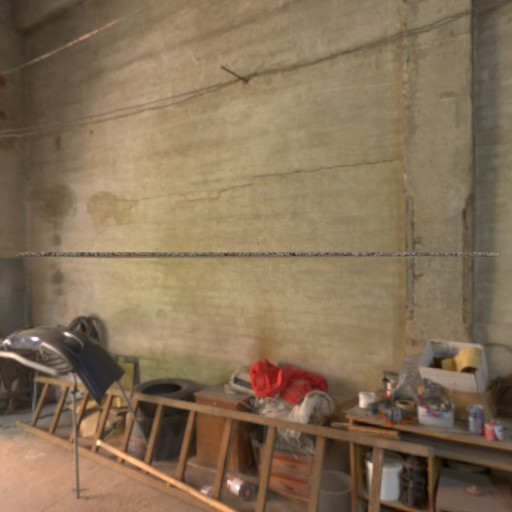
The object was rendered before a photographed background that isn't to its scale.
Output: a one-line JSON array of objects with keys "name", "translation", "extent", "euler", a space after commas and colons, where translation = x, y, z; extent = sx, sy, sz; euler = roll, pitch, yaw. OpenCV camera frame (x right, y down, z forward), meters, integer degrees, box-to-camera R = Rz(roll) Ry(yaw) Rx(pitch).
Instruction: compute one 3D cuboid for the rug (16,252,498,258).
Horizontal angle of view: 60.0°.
[{"name": "rug", "translation": [0.000, 0.000, 2.852], "extent": [2.285, 0.019, 1.523], "euler": [0, -1, -2]}]
